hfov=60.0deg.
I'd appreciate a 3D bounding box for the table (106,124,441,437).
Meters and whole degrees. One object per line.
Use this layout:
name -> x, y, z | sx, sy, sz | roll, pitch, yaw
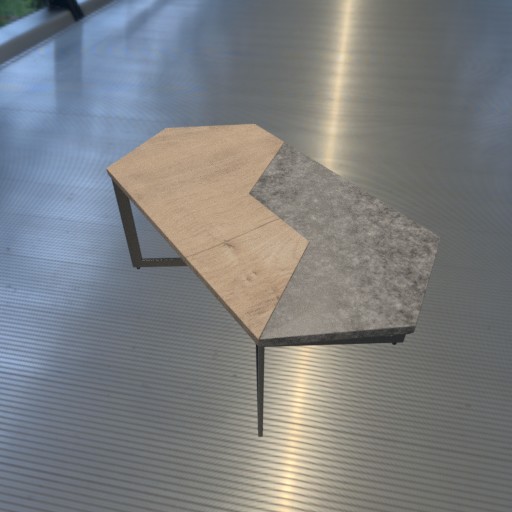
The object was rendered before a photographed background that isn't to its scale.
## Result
table -> 0.000, 0.000, 1.496 | 0.609, 0.457, 1.219 | -25, 46, -26
